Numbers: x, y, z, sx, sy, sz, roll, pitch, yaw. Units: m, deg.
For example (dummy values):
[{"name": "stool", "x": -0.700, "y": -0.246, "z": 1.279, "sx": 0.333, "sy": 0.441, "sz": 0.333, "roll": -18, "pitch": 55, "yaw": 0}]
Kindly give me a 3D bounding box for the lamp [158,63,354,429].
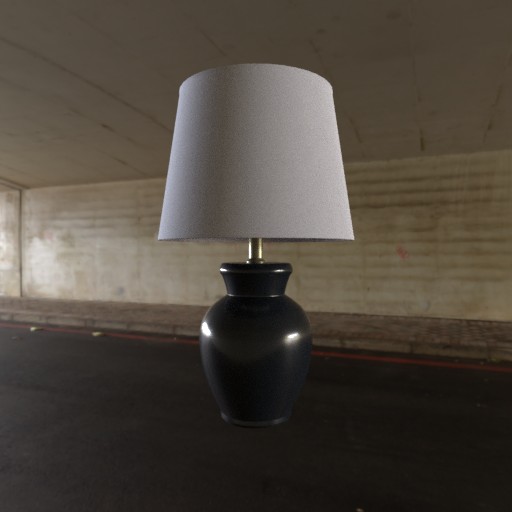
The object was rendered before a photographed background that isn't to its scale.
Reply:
[{"name": "lamp", "x": 0.000, "y": 0.000, "z": 0.553, "sx": 0.239, "sy": 0.399, "sz": 0.239, "roll": 0, "pitch": 1, "yaw": 0}]
